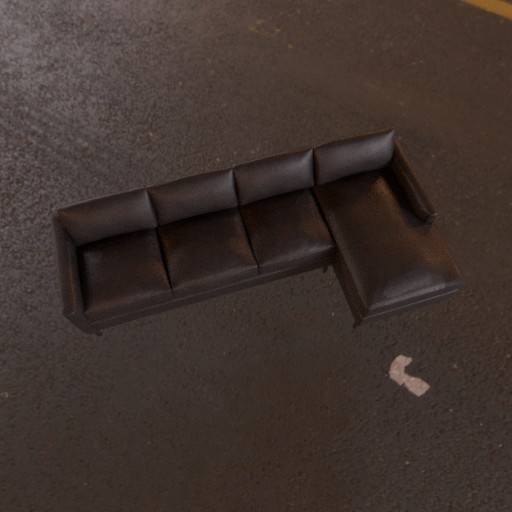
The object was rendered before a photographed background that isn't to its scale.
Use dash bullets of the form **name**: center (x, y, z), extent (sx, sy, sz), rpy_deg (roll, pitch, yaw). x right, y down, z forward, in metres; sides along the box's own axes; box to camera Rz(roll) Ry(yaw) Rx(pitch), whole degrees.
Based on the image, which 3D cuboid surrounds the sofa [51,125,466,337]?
- **sofa**: center (0.000, 0.000, 3.584), extent (2.993, 0.859, 1.471), rpy_deg (-15, 64, -8)
